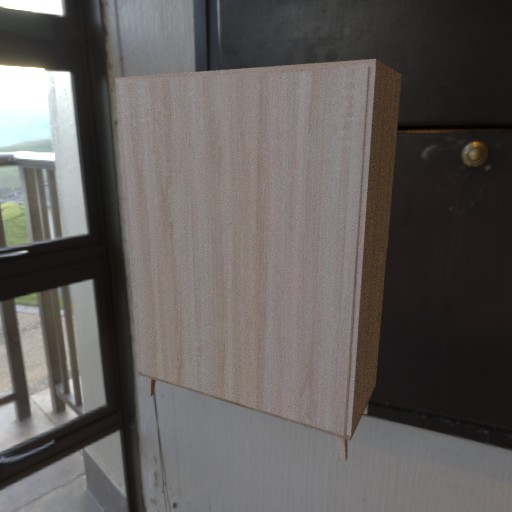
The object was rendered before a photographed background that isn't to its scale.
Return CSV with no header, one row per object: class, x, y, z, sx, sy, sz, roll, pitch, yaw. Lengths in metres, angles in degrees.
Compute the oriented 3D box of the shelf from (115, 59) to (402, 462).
shelf,0.000,0.000,1.859,0.995,1.405,0.434,8,17,26
